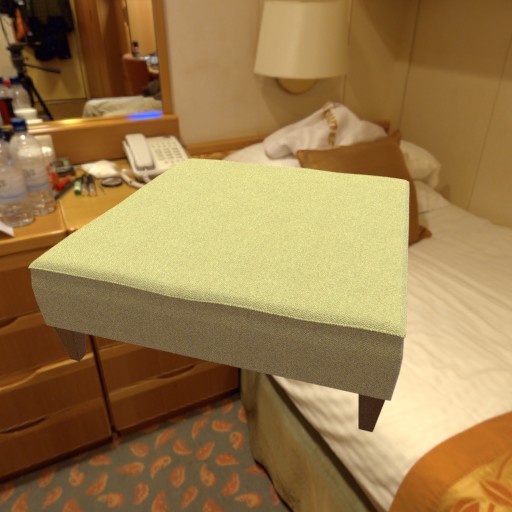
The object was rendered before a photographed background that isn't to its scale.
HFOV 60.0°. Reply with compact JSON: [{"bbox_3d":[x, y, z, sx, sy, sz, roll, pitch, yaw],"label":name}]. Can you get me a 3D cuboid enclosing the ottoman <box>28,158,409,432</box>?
[{"bbox_3d":[0.000,0.000,1.533,0.968,0.379,1.004,9,31,15],"label":"ottoman"}]
